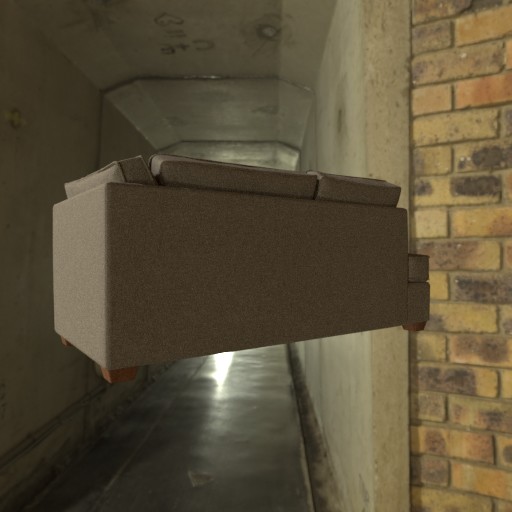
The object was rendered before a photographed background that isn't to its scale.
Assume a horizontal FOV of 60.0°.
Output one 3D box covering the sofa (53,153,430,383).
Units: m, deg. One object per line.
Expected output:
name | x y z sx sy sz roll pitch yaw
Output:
sofa | 0.000 0.000 2.853 2.237 1.033 1.110 0 1 -35
